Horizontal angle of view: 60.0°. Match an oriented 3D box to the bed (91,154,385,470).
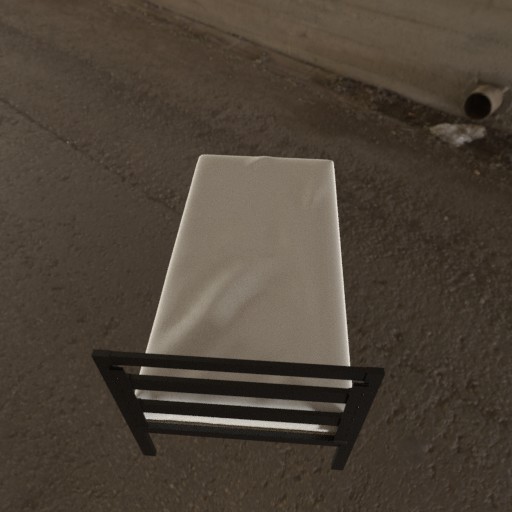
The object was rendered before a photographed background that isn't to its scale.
[{"bbox_3d":[0.000,0.000,2.489,0.991,0.967,1.930,3,47,3],"label":"bed"}]
